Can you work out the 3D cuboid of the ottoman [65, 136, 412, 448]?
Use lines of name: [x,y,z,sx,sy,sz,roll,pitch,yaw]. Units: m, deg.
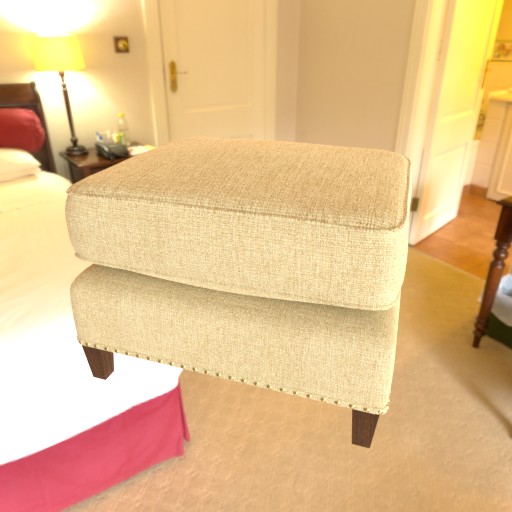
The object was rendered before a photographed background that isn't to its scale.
ottoman: [0.000,0.000,1.146,0.738,0.537,0.589,8,28,16]
